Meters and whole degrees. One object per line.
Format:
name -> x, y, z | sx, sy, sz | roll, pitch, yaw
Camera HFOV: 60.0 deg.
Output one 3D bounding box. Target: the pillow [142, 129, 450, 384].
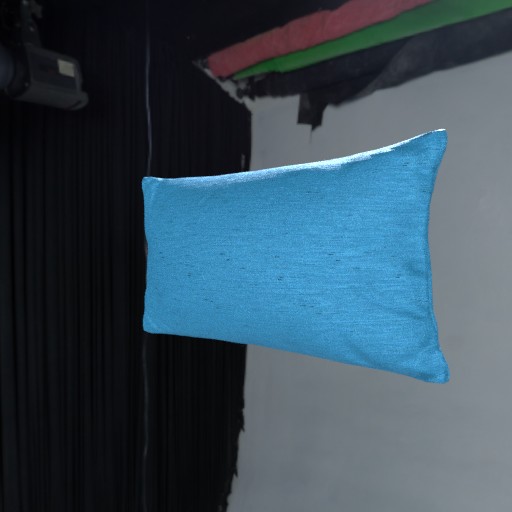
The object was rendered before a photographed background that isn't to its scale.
pillow -> 0.000, 0.000, 0.771 | 0.633, 0.338, 0.210 | 1, 1, 38
